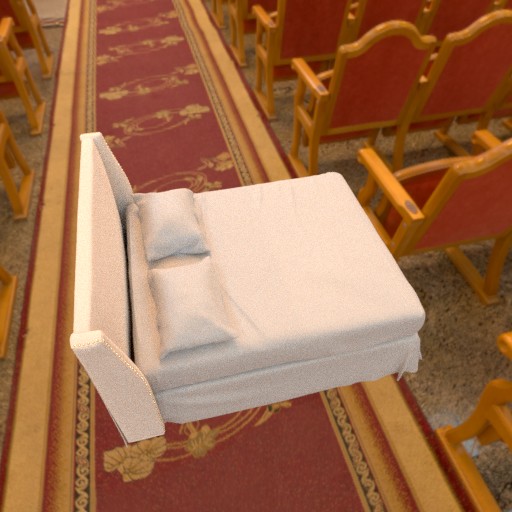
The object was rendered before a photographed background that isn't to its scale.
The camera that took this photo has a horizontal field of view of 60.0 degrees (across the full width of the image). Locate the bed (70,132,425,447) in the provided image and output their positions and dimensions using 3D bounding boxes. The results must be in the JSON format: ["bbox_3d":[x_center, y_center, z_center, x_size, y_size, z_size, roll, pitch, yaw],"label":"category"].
[{"bbox_3d":[0.000,0.000,3.352,2.276,1.332,1.925,-10,48,-9],"label":"bed"}]
